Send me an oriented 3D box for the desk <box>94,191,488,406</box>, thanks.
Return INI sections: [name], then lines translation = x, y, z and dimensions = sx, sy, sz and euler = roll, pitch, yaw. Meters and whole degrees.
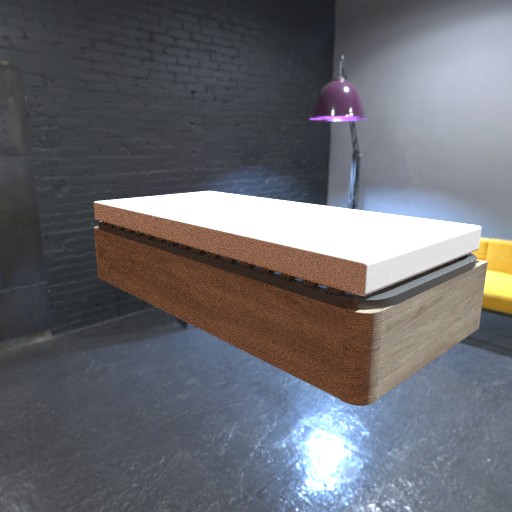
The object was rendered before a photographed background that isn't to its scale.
[desk]
translation = 0.000, 0.000, 2.251
dimensions = 0.900, 0.455, 1.900
euler = -13, 19, -41
